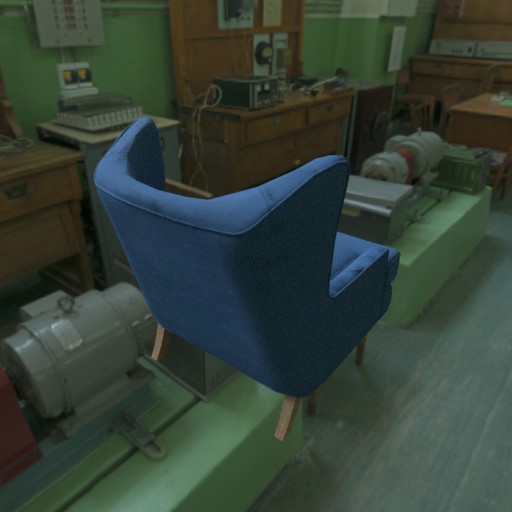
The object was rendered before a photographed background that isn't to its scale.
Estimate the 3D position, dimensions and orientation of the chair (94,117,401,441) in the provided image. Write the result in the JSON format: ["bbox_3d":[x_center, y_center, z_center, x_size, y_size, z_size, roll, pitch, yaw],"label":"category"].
[{"bbox_3d":[0.000,0.000,1.634,0.793,0.952,0.910,21,35,32],"label":"chair"}]
